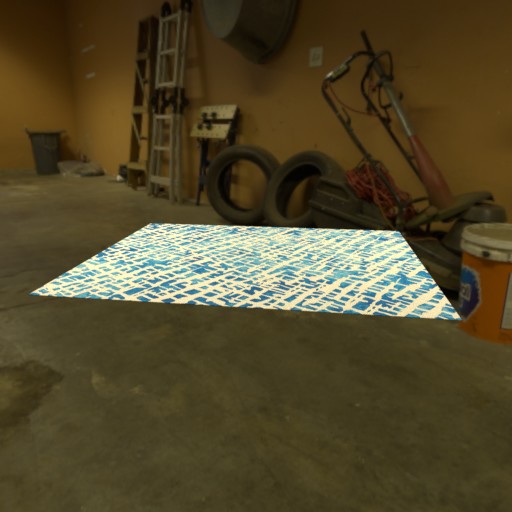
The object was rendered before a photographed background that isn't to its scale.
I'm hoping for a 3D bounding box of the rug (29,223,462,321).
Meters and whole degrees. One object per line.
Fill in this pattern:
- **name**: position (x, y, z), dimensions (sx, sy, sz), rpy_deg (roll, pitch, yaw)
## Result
- **rug**: position (0.000, 0.000, 4.182), dimensions (3.007, 0.007, 2.435), rpy_deg (2, 17, 8)
